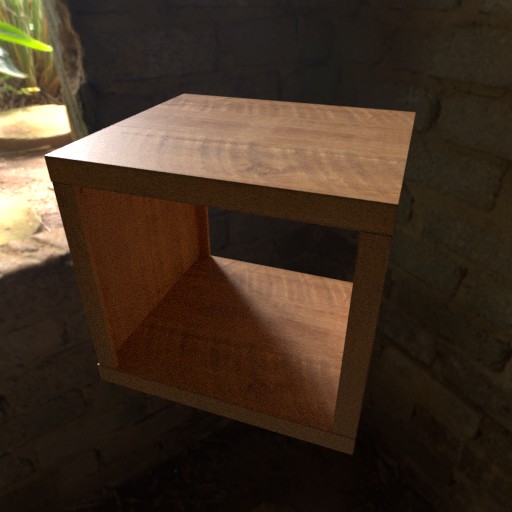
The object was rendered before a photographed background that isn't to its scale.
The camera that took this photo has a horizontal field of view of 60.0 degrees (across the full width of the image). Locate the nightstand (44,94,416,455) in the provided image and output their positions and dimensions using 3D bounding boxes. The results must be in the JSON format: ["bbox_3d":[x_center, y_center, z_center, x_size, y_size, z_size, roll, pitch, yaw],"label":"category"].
[{"bbox_3d":[0.000,0.000,0.866,0.493,0.491,0.436,11,33,16],"label":"nightstand"}]
